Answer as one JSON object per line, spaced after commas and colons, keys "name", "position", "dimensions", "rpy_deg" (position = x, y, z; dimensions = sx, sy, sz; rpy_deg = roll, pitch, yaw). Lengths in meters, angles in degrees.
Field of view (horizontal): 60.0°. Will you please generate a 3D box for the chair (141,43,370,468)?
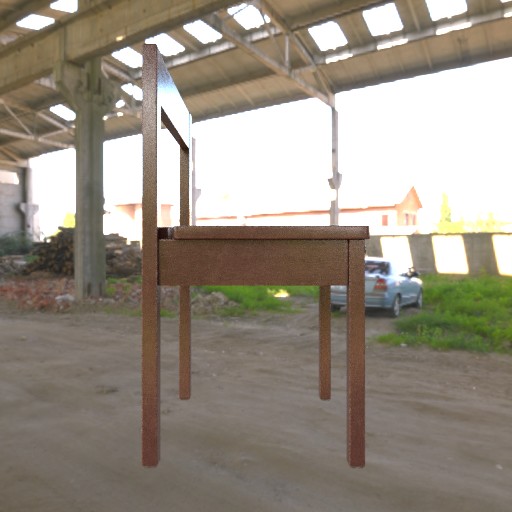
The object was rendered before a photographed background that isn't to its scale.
{"name": "chair", "position": [0.000, 0.000, 0.871], "dimensions": [0.361, 0.668, 0.367], "rpy_deg": [0, 0, 0]}
